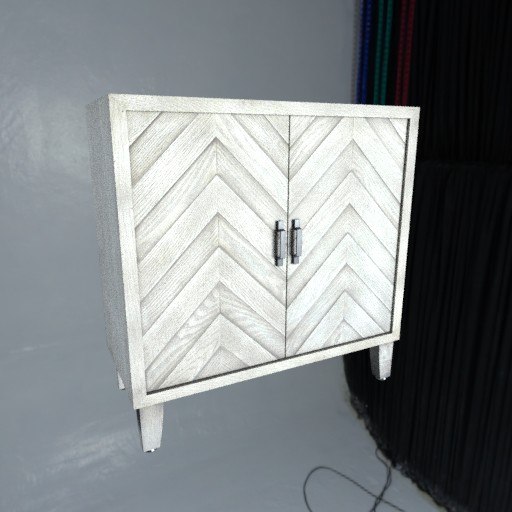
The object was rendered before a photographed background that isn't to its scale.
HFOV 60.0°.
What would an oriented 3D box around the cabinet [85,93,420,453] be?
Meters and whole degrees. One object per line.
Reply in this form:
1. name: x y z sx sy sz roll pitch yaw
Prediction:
1. cabinet: 0.000 0.000 1.229 0.781 0.787 0.370 -7 16 -26
